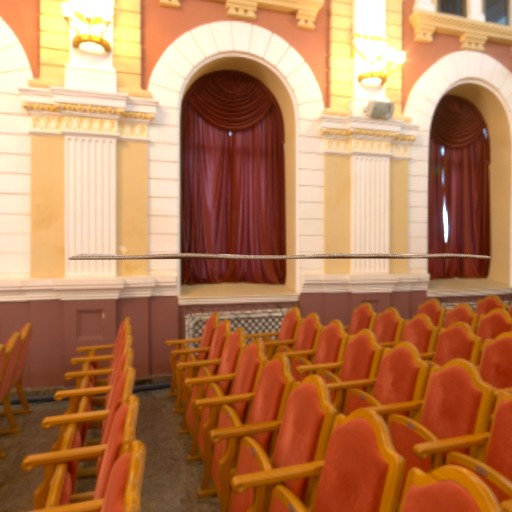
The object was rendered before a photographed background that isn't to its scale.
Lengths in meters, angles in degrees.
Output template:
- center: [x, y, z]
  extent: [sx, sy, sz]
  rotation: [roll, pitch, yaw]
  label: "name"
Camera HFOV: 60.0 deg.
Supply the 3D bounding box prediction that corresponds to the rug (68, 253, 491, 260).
- center: [0.000, 0.000, 0.888]
  extent: [0.642, 0.008, 0.551]
  rotation: [0, 0, -16]
  label: "rug"
